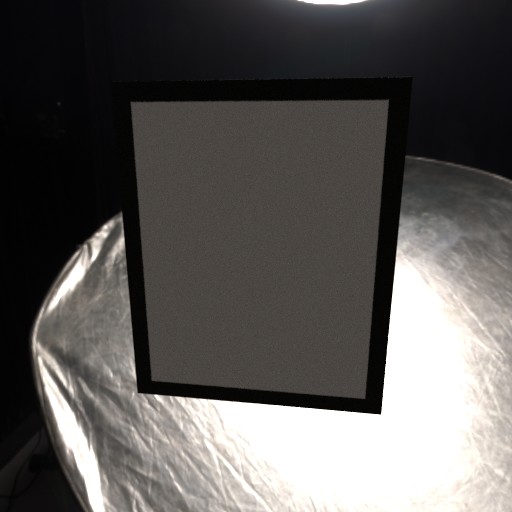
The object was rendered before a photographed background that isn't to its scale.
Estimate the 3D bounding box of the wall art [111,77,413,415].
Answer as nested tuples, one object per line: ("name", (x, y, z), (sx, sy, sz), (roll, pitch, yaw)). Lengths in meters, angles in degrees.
("wall art", (0.000, 0.000, 0.546), (0.329, 0.404, 0.024), (2, 16, 8))
